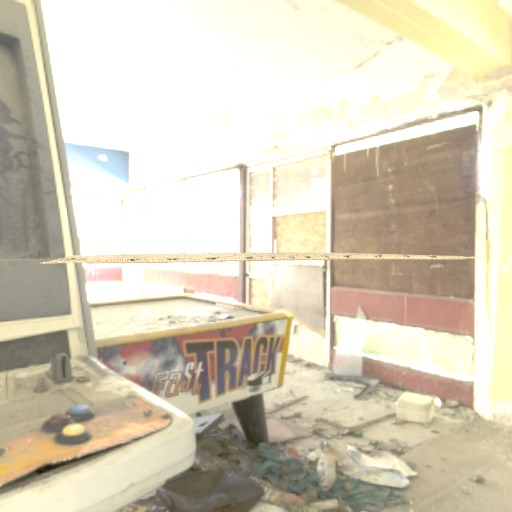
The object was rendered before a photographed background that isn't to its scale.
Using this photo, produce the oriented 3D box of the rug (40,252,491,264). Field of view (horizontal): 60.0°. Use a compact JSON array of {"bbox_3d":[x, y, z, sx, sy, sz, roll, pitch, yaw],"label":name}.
[{"bbox_3d":[0.000,0.000,3.185,2.615,0.029,1.664,0,1,-19],"label":"rug"}]
